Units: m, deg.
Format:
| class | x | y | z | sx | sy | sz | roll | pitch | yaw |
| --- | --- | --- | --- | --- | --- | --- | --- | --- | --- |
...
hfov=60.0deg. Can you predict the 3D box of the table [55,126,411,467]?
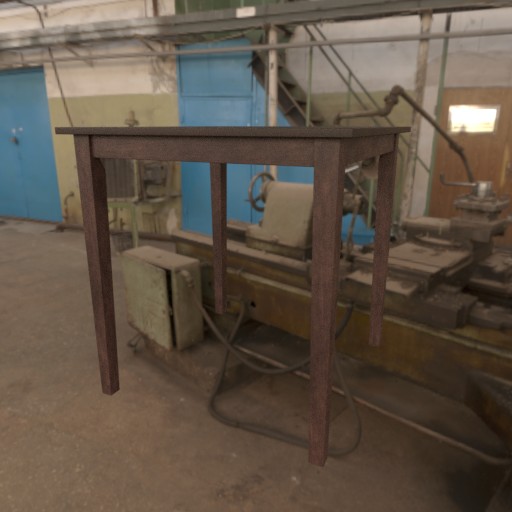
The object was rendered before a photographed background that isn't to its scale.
| class | x | y | z | sx | sy | sz | roll | pitch | yaw |
| --- | --- | --- | --- | --- | --- | --- | --- | --- | --- |
| table | 0.000 | 0.000 | 1.376 | 0.749 | 0.770 | 0.749 | 8 | 18 | 25 |
